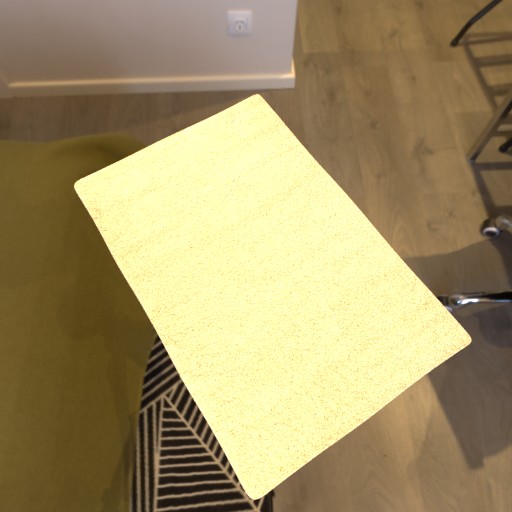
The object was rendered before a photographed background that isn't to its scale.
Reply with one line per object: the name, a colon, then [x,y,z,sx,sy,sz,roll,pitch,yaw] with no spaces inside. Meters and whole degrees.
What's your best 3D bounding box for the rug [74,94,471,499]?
rug: [0.000,0.000,3.310,1.798,0.025,2.698,-30,68,-13]
